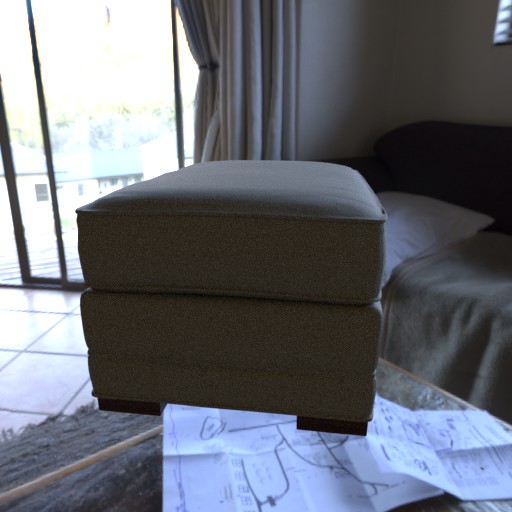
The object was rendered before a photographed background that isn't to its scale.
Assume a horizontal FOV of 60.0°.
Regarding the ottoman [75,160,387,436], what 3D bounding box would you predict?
[{"bbox_3d":[0.000,0.000,1.223,0.611,0.482,0.848,2,17,8],"label":"ottoman"}]
